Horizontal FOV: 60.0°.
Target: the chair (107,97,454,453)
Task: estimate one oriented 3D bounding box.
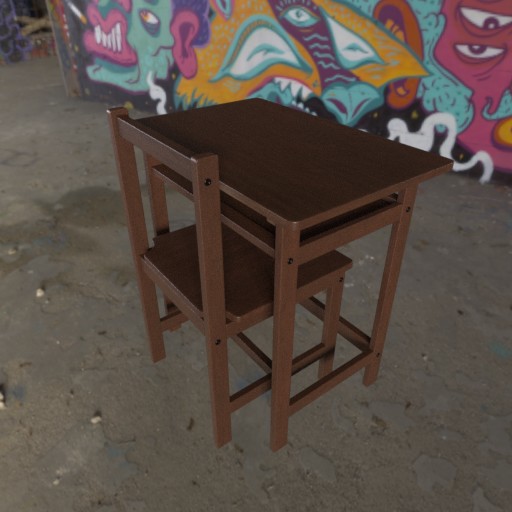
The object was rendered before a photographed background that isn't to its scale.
[{"bbox_3d":[0.000,0.000,1.031,0.463,0.673,0.599,-22,39,-30],"label":"chair"}]
